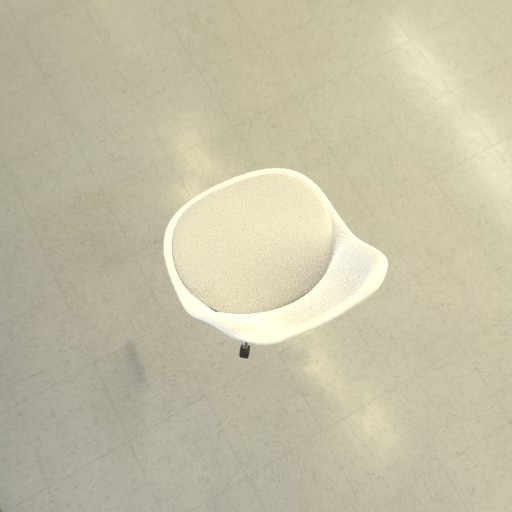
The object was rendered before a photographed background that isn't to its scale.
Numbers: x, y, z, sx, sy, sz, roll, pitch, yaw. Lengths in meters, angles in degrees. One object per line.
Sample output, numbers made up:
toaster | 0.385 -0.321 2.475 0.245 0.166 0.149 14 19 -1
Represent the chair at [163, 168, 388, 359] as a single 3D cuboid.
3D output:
chair | 0.000 0.000 1.282 0.550 0.930 0.550 -26 76 -7
